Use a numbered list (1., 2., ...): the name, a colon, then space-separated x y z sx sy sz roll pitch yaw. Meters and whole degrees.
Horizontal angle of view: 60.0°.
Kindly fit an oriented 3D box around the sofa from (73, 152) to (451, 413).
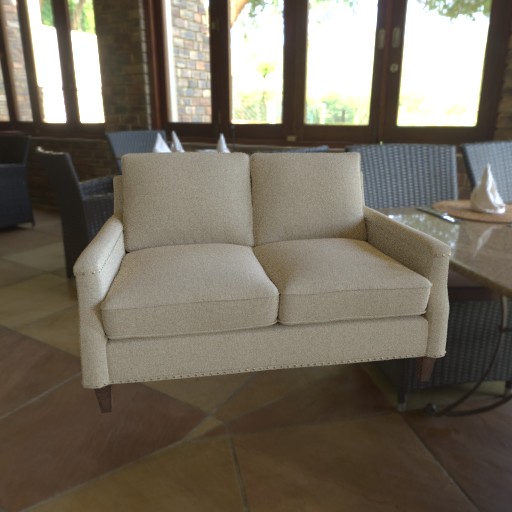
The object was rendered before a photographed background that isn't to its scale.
1. sofa: 0.000 0.000 2.284 1.597 1.003 1.084 -3 18 -9
